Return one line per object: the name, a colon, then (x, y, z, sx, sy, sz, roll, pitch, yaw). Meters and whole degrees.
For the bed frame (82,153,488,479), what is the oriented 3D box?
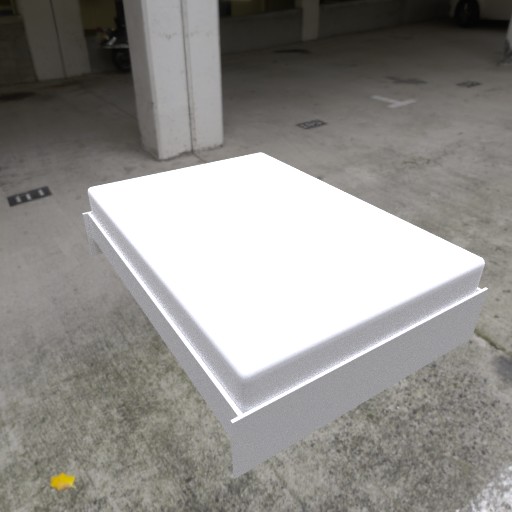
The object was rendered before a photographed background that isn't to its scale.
bed frame: (0.000, 0.000, 2.567, 1.445, 0.497, 1.945, -18, 36, -28)
